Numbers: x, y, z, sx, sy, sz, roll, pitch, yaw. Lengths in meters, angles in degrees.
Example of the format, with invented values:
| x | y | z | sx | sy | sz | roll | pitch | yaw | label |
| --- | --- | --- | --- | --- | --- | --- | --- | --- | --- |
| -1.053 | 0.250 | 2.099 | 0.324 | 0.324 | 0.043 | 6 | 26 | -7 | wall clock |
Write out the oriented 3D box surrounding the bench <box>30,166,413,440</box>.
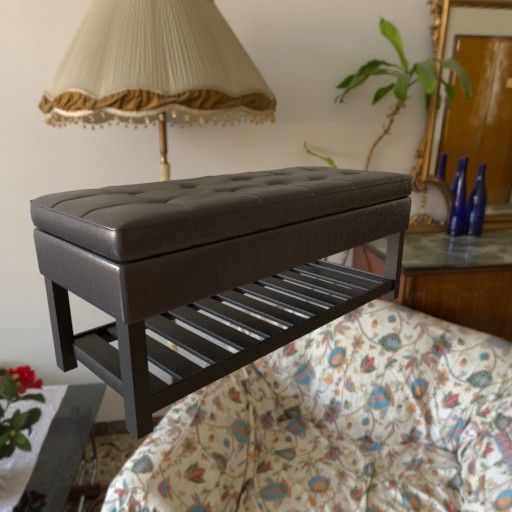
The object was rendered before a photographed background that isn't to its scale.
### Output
| x | y | z | sx | sy | sz | roll | pitch | yaw | label |
| --- | --- | --- | --- | --- | --- | --- | --- | --- | --- |
| 0.000 | 0.000 | 1.327 | 0.432 | 0.460 | 1.105 | 16 | 23 | 43 | bench |
